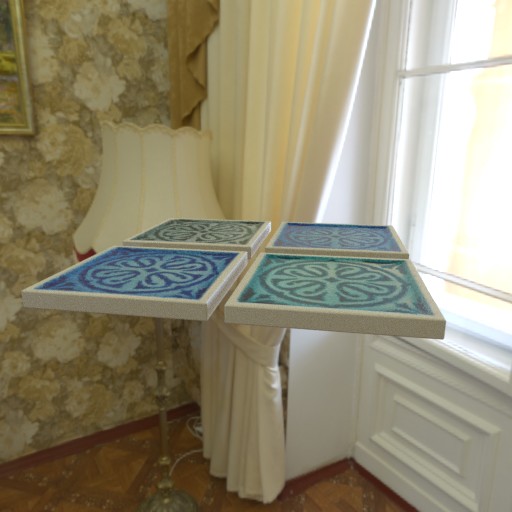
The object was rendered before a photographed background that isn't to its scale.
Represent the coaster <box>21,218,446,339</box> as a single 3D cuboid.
[{"bbox_3d":[0.000,0.000,0.321,0.214,0.010,0.219,3,15,10],"label":"coaster"}]
